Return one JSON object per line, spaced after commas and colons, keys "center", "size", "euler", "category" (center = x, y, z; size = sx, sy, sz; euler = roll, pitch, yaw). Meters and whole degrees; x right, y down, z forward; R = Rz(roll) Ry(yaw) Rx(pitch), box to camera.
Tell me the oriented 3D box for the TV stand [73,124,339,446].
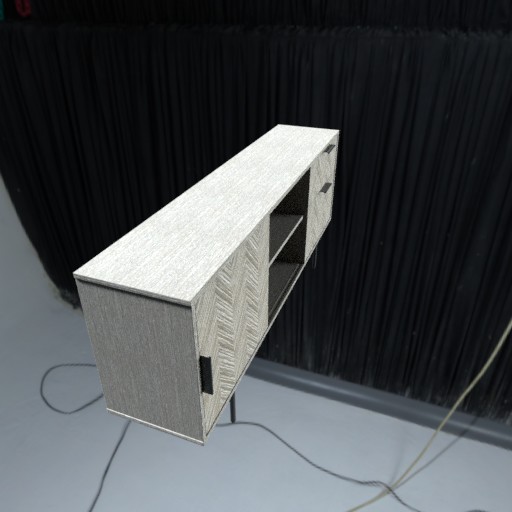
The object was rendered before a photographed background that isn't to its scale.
{"center": [0.000, 0.000, 2.108], "size": [0.405, 0.787, 1.804], "euler": [11, 32, 18], "category": "TV stand"}
